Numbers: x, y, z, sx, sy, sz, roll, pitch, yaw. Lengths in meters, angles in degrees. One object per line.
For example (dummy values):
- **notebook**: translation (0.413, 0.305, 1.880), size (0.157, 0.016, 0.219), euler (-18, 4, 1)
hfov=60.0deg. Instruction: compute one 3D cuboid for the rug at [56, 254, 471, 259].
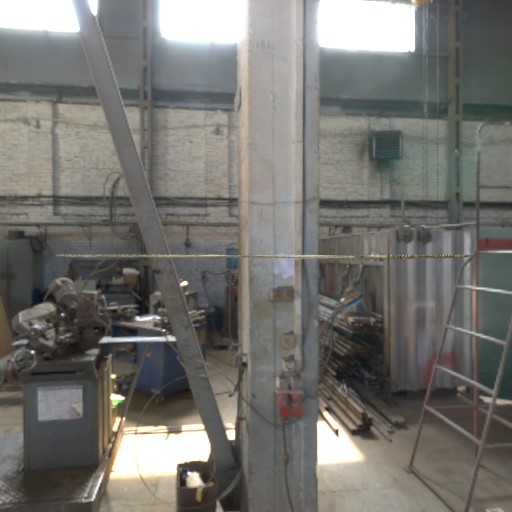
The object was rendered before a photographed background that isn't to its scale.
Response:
- **rug**: translation (0.000, 0.000, 3.026), size (2.431, 0.025, 1.530), euler (0, 0, 37)
